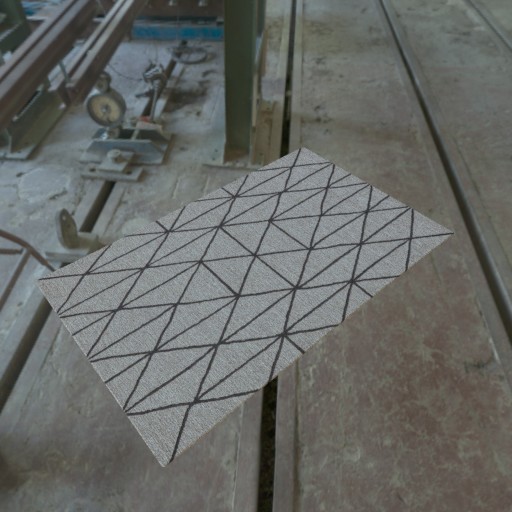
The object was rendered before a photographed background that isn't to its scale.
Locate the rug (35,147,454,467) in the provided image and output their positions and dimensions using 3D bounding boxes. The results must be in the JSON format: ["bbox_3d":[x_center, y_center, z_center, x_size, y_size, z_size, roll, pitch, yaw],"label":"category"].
[{"bbox_3d":[0.000,0.000,3.030,2.465,0.008,1.526,-32,53,-27],"label":"rug"}]
